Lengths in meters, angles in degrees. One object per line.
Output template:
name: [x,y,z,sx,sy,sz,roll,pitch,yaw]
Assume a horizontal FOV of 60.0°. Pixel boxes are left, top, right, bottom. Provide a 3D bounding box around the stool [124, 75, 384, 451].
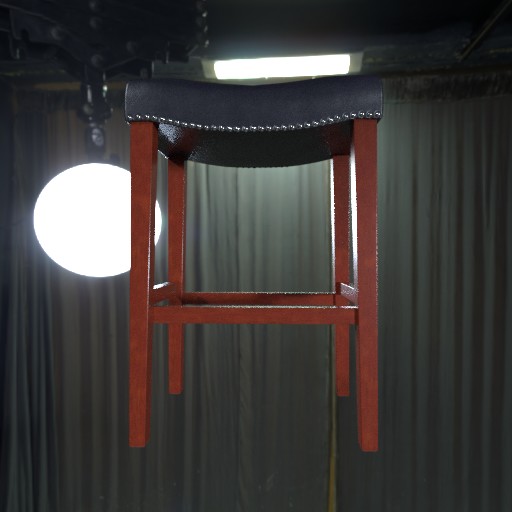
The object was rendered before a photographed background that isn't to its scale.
stool: [0.000,0.000,1.030,0.504,0.742,0.372,0,0,2]
